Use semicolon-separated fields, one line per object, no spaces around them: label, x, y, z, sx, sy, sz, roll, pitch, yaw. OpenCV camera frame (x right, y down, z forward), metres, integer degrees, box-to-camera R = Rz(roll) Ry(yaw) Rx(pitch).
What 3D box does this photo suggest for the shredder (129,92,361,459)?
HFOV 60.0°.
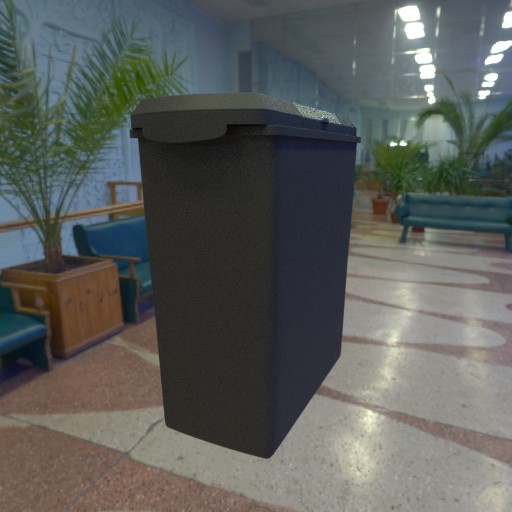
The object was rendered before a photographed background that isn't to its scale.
shredder;0.000;0.000;0.521;0.170;0.335;0.320;6;14;25
